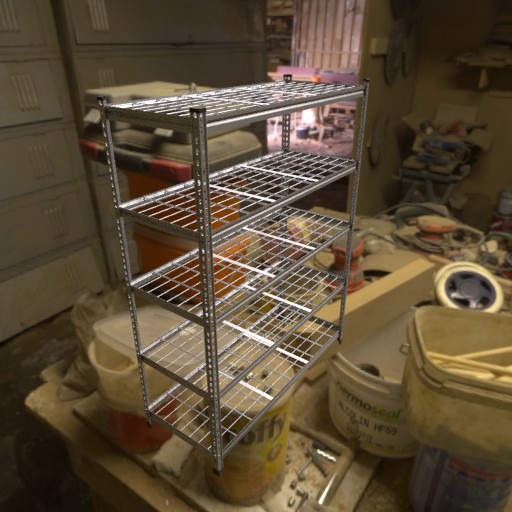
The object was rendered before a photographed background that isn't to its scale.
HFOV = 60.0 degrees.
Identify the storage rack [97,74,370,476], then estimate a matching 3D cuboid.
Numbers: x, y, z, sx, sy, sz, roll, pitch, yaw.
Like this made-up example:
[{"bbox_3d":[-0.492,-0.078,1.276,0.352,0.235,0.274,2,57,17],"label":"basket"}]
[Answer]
[{"bbox_3d":[0.000,0.000,2.756,0.610,1.981,1.524,18,32,32],"label":"storage rack"}]
